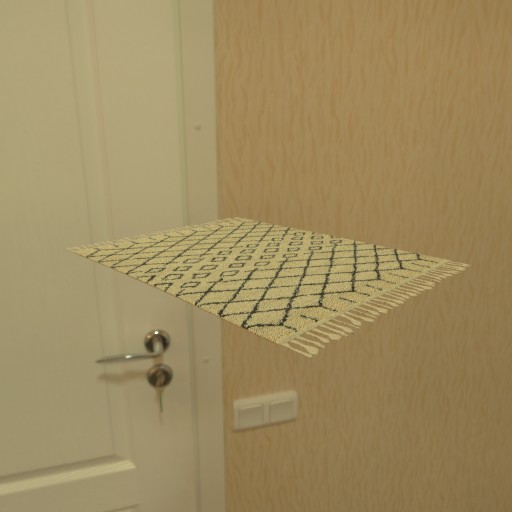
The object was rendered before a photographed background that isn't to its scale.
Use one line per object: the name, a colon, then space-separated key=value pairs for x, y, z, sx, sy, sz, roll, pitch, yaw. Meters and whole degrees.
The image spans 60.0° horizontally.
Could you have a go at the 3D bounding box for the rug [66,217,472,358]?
rug: x=0.000 y=0.000 z=4.311 sx=2.388 sy=0.030 sz=3.213 roll=-16 pitch=22 yaw=-43
